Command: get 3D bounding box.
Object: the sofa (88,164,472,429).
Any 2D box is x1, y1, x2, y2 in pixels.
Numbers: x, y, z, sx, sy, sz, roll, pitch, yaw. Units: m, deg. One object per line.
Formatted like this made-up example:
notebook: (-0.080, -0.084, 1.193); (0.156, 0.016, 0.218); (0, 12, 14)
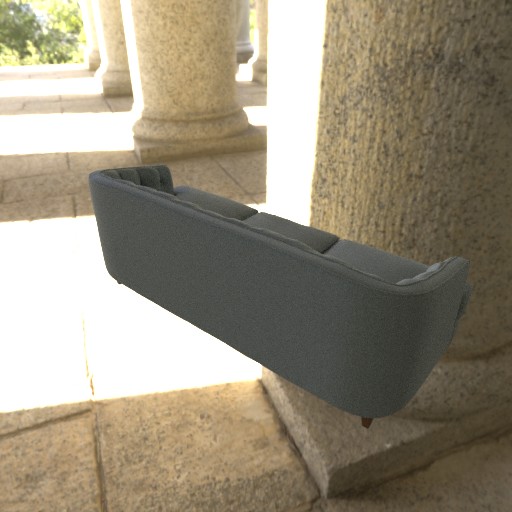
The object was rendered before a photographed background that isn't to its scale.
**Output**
sofa: (0.000, 0.000, 2.684); (2.278, 0.855, 0.941); (22, 37, 33)
